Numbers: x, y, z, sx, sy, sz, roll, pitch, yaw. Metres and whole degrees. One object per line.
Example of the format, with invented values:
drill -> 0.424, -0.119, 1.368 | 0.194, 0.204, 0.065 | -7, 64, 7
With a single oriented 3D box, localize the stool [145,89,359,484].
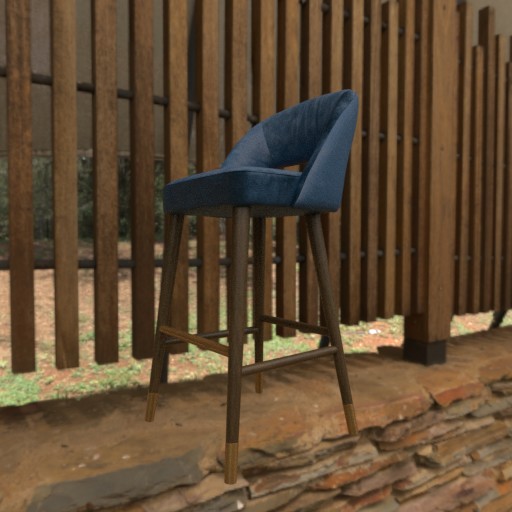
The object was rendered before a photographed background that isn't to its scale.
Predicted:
stool -> 0.000, 0.000, 1.319 | 0.515, 1.016, 0.514 | -1, 2, -37
